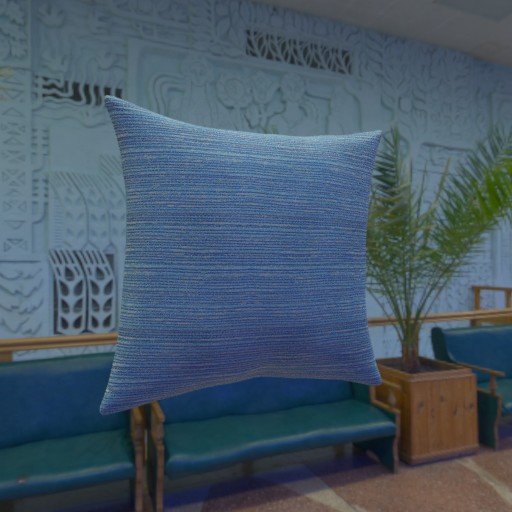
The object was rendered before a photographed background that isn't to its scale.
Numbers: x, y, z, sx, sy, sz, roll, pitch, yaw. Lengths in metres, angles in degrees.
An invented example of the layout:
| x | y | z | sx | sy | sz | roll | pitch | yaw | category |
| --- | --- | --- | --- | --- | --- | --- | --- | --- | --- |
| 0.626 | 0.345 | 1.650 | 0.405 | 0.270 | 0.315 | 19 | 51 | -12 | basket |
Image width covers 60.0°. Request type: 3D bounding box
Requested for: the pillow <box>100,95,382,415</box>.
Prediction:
| x | y | z | sx | sy | sz | roll | pitch | yaw | category |
| --- | --- | --- | --- | --- | --- | --- | --- | --- | --- |
| 0.000 | 0.000 | 0.773 | 0.514 | 0.497 | 0.150 | 0 | 0 | -20 | pillow |
